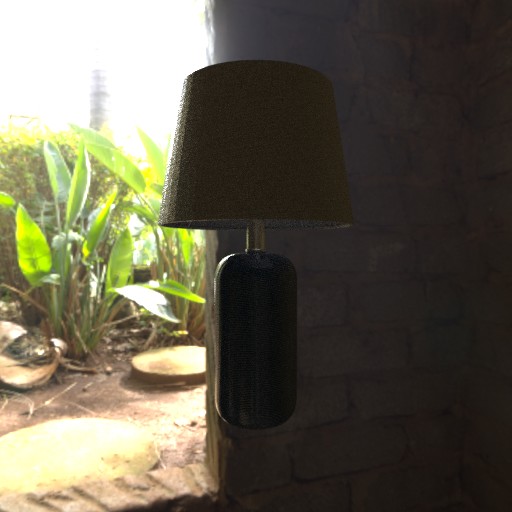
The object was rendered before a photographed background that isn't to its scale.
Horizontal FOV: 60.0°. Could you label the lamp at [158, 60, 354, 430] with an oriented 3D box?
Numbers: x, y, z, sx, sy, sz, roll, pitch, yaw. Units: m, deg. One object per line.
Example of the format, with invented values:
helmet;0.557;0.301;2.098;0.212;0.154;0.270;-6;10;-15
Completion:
lamp;0.000;0.000;0.583;0.253;0.428;0.253;0;1;0
